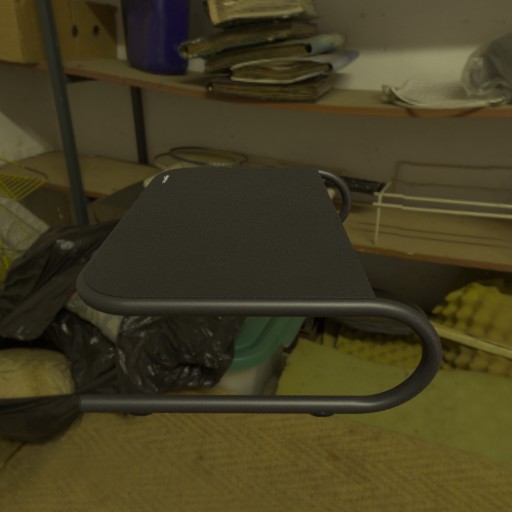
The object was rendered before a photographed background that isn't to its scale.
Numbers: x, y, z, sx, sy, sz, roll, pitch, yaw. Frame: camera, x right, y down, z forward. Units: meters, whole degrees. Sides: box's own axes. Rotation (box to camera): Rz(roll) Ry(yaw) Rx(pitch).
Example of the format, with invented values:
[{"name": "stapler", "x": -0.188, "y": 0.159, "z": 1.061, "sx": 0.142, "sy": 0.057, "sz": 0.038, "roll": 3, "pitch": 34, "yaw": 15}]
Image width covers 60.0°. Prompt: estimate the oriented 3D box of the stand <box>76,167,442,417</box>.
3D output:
[{"name": "stand", "x": 0.000, "y": 0.000, "z": 0.494, "sx": 0.280, "sy": 0.108, "sz": 0.370, "roll": 0, "pitch": 26, "yaw": 0}]
